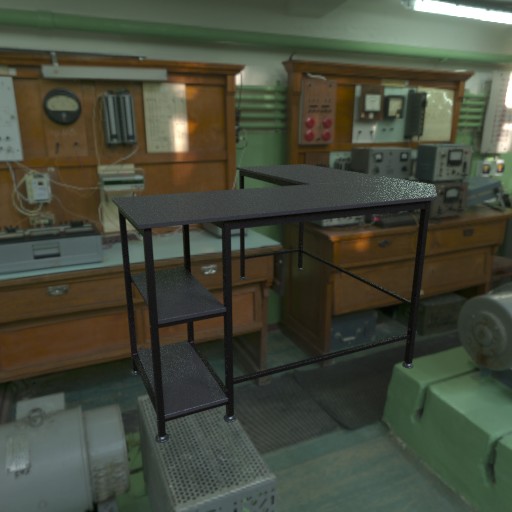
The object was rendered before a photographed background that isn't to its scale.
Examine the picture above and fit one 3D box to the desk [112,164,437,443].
[{"bbox_3d":[0.000,0.000,2.219,1.379,0.739,1.379,-8,19,-24],"label":"desk"}]
